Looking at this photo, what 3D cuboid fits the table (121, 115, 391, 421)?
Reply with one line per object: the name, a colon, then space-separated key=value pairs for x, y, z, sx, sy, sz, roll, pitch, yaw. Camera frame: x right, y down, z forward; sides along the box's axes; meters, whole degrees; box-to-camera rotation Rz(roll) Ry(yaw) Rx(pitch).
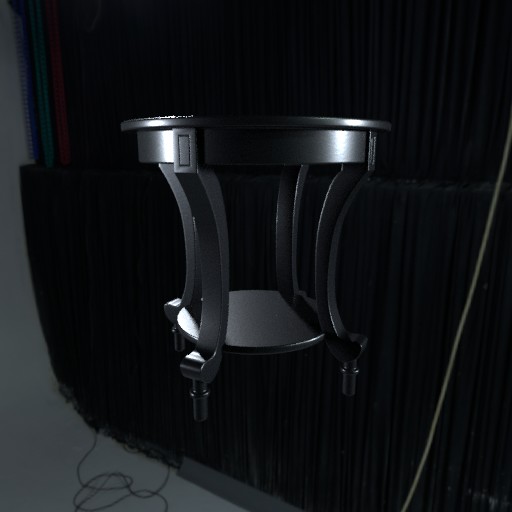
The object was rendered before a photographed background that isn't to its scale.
table: x=0.000 y=0.000 z=1.091 sx=0.597 sy=0.618 sz=0.597 roll=0 pitch=13 yaw=0
